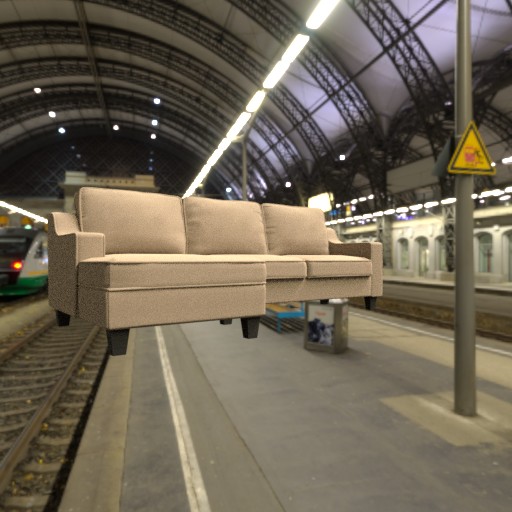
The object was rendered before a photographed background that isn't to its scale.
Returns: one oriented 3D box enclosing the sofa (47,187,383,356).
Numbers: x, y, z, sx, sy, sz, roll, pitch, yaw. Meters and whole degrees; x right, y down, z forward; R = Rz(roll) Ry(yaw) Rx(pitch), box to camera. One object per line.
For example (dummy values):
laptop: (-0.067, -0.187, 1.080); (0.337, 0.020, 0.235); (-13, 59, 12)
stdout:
sofa: (0.000, 0.000, 3.218); (2.561, 0.928, 1.294); (0, 0, -36)
